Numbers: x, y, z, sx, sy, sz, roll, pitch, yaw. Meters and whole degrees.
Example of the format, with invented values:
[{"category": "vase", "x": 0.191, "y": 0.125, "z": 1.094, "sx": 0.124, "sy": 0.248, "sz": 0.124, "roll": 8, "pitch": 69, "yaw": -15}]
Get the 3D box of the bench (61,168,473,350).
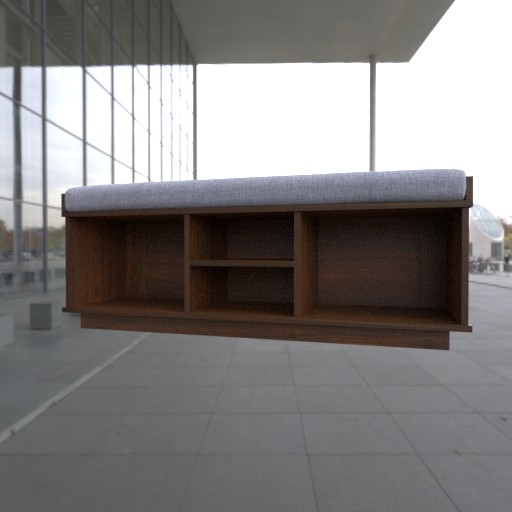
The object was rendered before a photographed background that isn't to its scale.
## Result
[{"category": "bench", "x": 0.000, "y": 0.000, "z": 1.404, "sx": 1.196, "sy": 0.468, "sz": 0.367, "roll": 0, "pitch": 1, "yaw": 17}]
